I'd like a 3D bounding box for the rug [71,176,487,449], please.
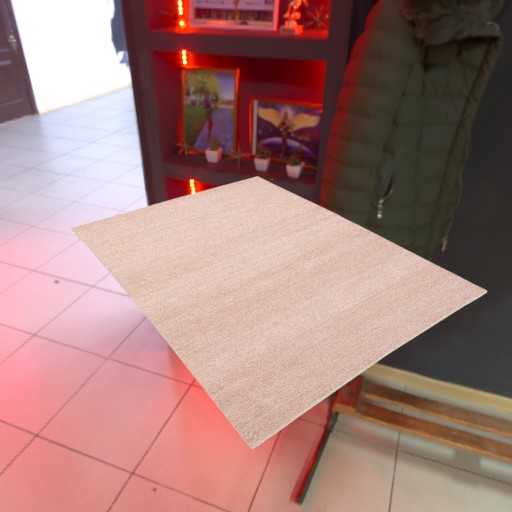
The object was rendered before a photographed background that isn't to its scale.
[{"bbox_3d":[0.000,0.000,4.136,2.434,0.045,3.202,-21,38,-30],"label":"rug"}]
